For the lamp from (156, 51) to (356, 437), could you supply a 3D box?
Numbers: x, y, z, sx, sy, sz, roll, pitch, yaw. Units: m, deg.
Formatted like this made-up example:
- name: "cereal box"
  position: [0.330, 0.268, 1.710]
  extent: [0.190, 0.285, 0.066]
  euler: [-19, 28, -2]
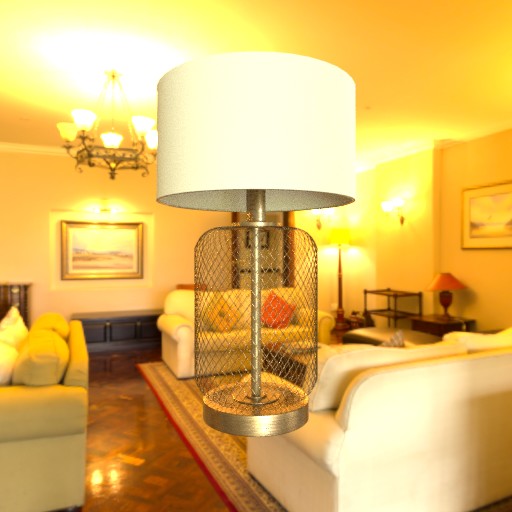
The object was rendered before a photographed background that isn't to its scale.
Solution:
- name: "lamp"
  position: [0.000, 0.000, 0.802]
  extent: [0.353, 0.578, 0.353]
  euler: [0, 0, 0]
